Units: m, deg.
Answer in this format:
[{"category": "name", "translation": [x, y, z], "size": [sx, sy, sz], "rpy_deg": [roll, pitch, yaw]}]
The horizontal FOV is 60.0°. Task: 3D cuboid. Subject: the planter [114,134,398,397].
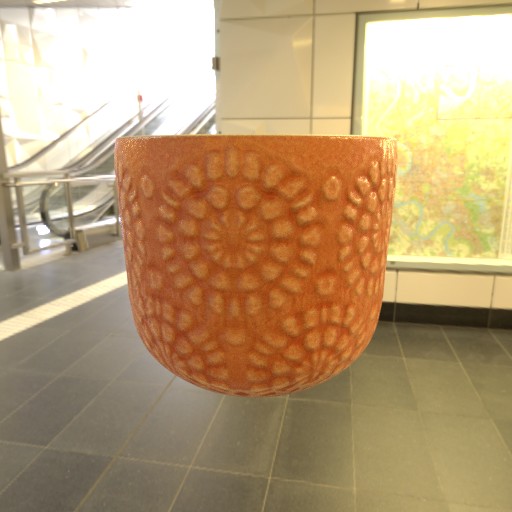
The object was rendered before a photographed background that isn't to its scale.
[{"category": "planter", "translation": [0.000, 0.000, 0.213], "size": [0.124, 0.109, 0.124], "rpy_deg": [0, 13, 0]}]
